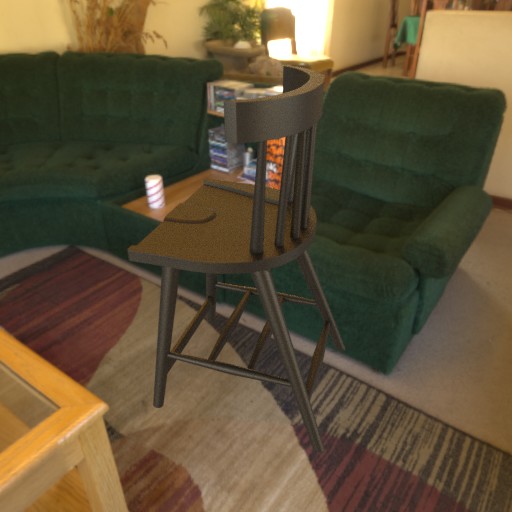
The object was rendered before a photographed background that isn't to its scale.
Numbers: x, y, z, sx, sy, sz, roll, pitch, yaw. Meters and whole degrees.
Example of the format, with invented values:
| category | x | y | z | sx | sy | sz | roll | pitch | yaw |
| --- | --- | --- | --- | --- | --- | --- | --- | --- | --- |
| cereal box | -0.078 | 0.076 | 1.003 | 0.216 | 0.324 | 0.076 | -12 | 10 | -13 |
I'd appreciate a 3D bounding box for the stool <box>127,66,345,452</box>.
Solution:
| category | x | y | z | sx | sy | sz | roll | pitch | yaw |
| --- | --- | --- | --- | --- | --- | --- | --- | --- | --- |
| stool | 0.000 | 0.000 | 1.274 | 0.549 | 0.953 | 0.494 | 9 | 33 | 15 |
